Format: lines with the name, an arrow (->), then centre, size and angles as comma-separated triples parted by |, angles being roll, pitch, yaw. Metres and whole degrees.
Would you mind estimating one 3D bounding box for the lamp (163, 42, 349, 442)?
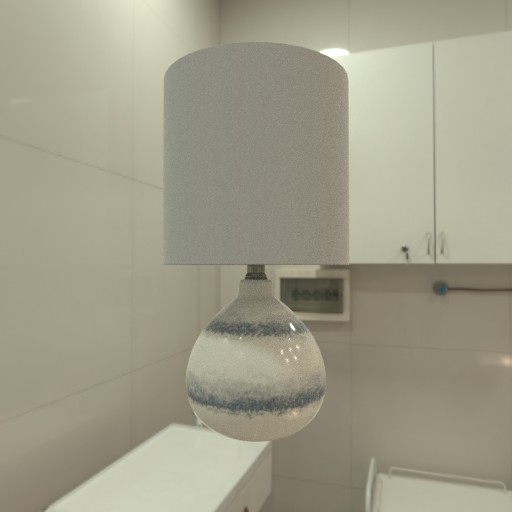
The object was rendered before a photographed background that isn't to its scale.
lamp -> 0.000, 0.000, 0.526 | 0.216, 0.404, 0.216 | 0, -1, 18
